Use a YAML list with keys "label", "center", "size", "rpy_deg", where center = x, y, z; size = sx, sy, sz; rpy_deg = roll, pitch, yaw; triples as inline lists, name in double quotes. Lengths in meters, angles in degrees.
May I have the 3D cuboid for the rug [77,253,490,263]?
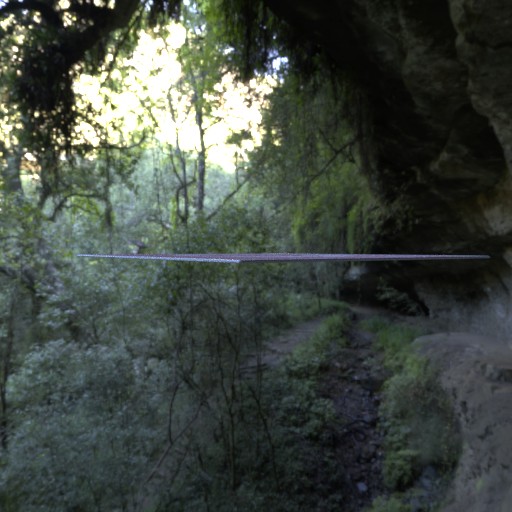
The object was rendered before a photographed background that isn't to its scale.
- label: "rug"
  center: [0.000, 0.000, 4.140]
  size: [2.447, 0.017, 3.123]
  rpy_deg: [-1, 1, -36]
